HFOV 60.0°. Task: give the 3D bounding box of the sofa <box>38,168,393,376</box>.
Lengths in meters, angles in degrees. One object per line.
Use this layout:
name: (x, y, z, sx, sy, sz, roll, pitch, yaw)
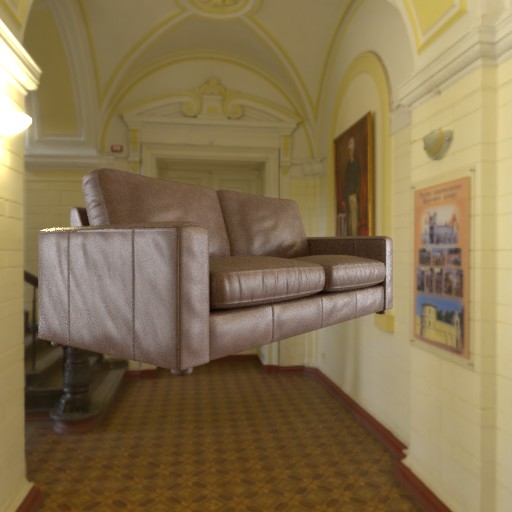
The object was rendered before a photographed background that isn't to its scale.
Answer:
sofa: (0.000, 0.000, 2.706, 1.016, 0.873, 2.179, 0, 1, 37)
